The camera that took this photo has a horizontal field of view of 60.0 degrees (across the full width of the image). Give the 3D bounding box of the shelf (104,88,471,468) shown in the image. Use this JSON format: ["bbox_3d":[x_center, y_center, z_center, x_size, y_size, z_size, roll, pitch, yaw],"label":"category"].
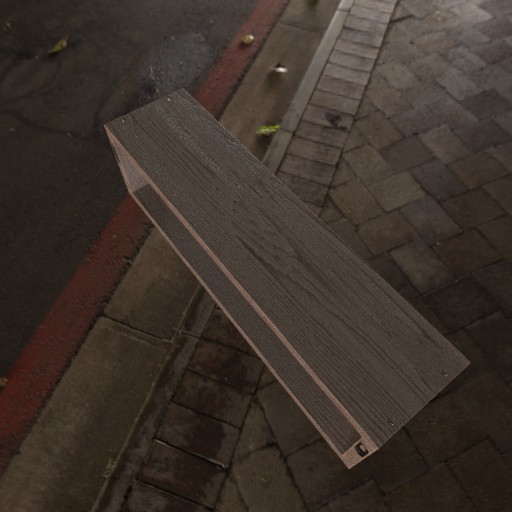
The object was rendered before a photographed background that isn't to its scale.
[{"bbox_3d":[0.000,0.000,0.681,0.150,0.170,0.610,-33,64,-19],"label":"shelf"}]
